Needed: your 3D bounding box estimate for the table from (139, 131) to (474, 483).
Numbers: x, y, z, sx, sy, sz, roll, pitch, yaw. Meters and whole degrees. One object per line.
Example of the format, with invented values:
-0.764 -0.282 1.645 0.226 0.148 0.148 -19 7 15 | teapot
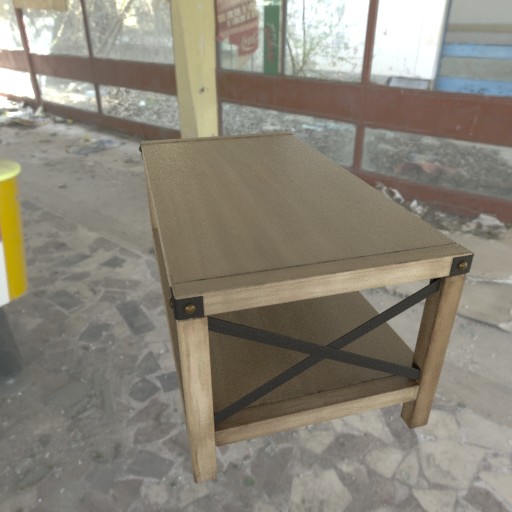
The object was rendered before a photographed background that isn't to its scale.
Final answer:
0.000 0.000 1.272 0.559 0.456 1.016 -8 29 -14 | table
